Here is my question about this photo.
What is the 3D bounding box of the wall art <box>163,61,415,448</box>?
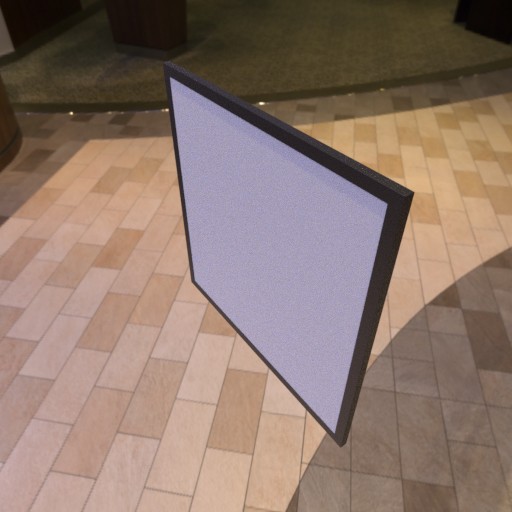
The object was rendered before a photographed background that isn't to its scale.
[{"bbox_3d":[0.000,0.000,1.196,0.022,0.807,0.807,-26,47,-27],"label":"wall art"}]
